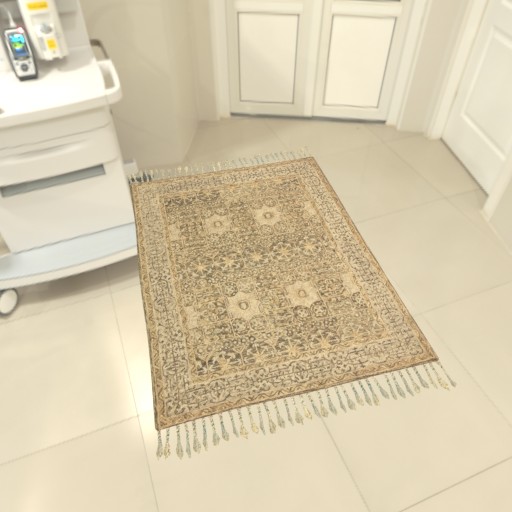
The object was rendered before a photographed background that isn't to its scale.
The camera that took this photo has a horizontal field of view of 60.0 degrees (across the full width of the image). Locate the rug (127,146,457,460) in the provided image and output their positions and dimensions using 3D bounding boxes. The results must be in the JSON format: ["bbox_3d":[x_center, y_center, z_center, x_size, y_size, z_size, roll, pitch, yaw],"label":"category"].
[{"bbox_3d":[0.000,0.000,3.067,1.619,0.023,2.465,-11,47,-10],"label":"rug"}]
